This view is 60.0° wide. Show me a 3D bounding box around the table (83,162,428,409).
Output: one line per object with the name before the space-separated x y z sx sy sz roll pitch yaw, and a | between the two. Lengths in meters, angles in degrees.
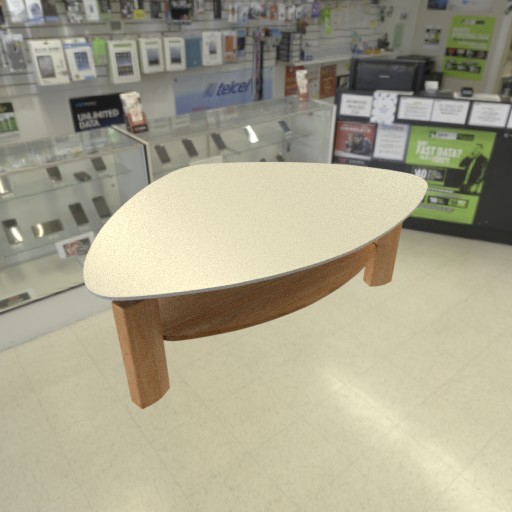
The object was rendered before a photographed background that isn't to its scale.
table | 0.000 0.000 1.600 1.250 0.440 0.850 -21 37 -31
